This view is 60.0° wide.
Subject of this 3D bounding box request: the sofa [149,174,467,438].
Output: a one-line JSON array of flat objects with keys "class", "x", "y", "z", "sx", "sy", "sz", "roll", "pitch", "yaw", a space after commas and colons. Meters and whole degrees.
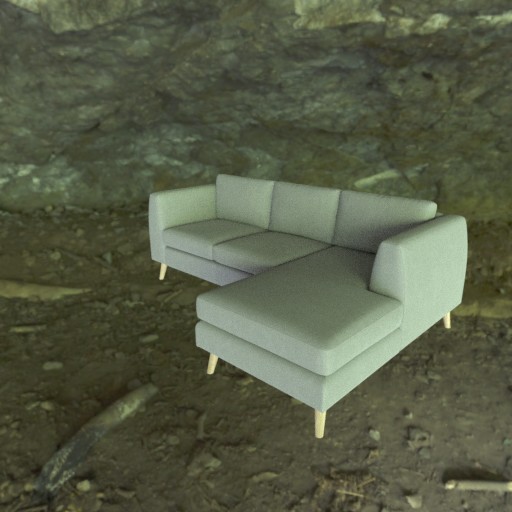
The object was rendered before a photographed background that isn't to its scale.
[{"class": "sofa", "x": 0.000, "y": 0.000, "z": 3.056, "sx": 2.300, "sy": 0.860, "sz": 1.580, "roll": 16, "pitch": 24, "yaw": 41}]
